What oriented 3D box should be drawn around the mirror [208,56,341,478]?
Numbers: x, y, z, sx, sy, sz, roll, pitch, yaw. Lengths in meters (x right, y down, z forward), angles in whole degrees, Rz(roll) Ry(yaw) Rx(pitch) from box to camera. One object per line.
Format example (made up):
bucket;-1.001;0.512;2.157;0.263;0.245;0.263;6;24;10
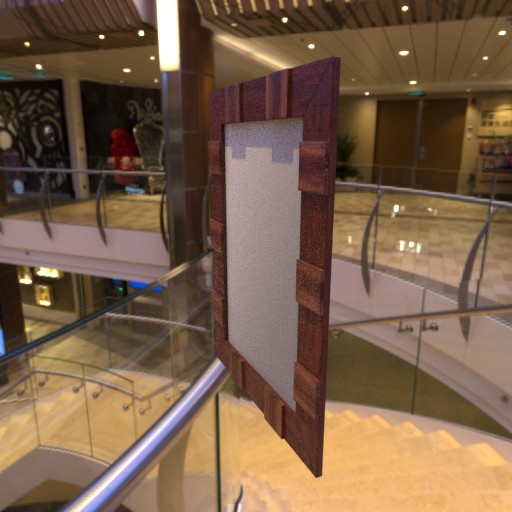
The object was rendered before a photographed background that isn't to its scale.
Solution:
mirror;0.000;0.000;1.076;0.021;0.805;0.600;-7;16;-24
